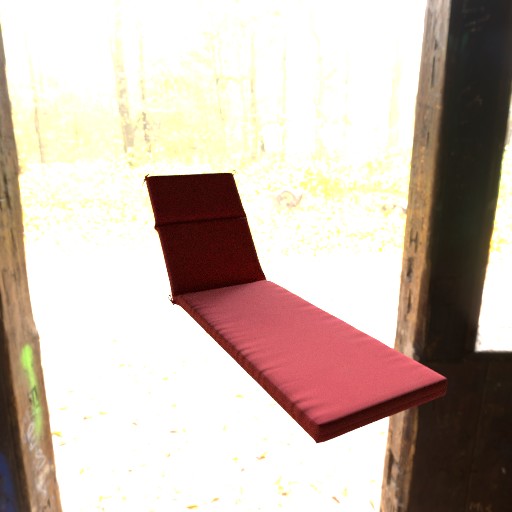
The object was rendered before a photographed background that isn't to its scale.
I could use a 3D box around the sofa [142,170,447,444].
[{"bbox_3d":[0.000,0.000,1.936,0.582,0.622,1.663,-8,17,-27],"label":"sofa"}]
